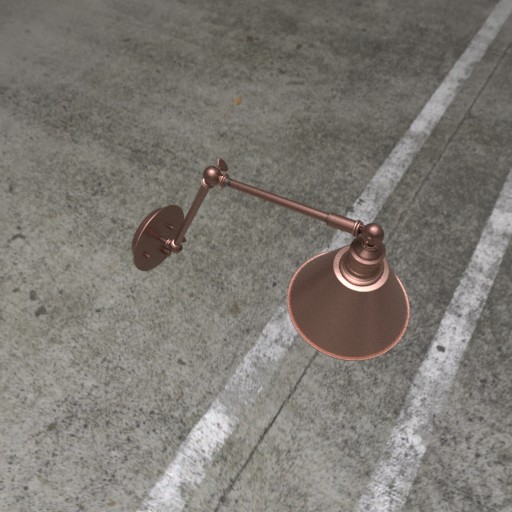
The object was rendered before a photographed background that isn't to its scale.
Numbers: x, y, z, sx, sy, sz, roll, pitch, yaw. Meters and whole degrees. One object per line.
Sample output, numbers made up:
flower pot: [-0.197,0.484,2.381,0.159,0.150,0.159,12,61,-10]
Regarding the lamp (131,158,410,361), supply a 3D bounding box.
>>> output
lamp: [0.000,0.000,0.885,0.624,0.502,0.223,29,62,17]
